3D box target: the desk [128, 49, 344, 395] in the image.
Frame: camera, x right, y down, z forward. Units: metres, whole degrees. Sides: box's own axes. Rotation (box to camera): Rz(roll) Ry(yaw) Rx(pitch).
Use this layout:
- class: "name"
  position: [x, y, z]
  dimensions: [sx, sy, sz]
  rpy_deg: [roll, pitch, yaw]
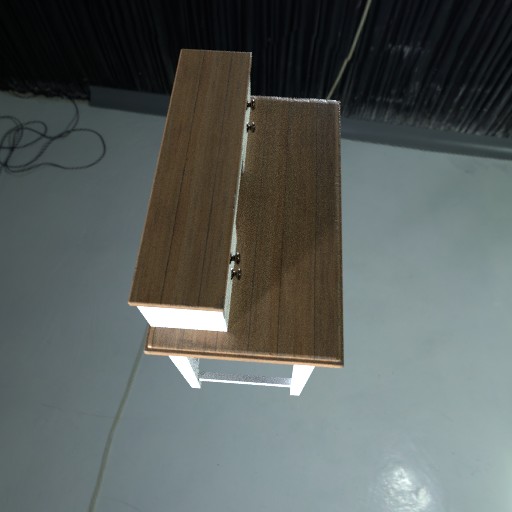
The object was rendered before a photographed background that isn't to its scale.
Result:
- class: "desk"
  position: [0.000, 0.000, 1.457]
  dimensions: [0.462, 0.981, 0.814]
  rpy_deg: [4, 64, 2]
